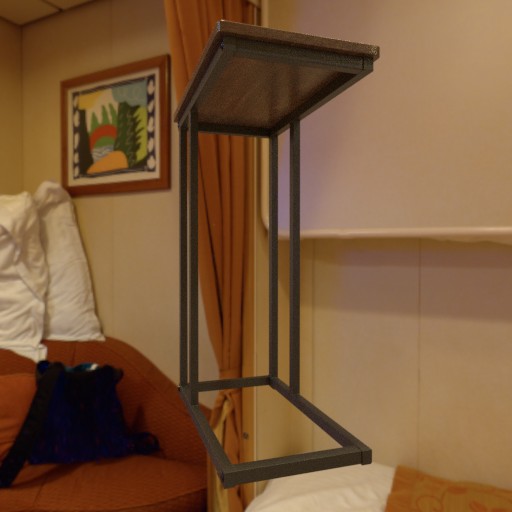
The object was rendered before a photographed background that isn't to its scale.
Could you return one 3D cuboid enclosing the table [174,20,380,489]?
[{"bbox_3d":[0.000,0.000,0.847,0.254,0.637,0.450,0,1,-18],"label":"table"}]
